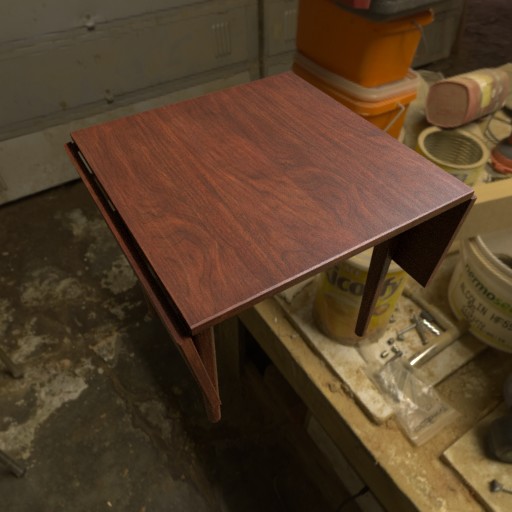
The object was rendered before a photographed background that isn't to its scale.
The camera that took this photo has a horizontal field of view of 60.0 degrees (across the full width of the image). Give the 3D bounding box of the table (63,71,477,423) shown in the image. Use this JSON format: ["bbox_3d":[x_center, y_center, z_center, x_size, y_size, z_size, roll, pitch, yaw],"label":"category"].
[{"bbox_3d":[0.000,0.000,1.477,0.843,0.763,0.812,-24,51,-21],"label":"table"}]
